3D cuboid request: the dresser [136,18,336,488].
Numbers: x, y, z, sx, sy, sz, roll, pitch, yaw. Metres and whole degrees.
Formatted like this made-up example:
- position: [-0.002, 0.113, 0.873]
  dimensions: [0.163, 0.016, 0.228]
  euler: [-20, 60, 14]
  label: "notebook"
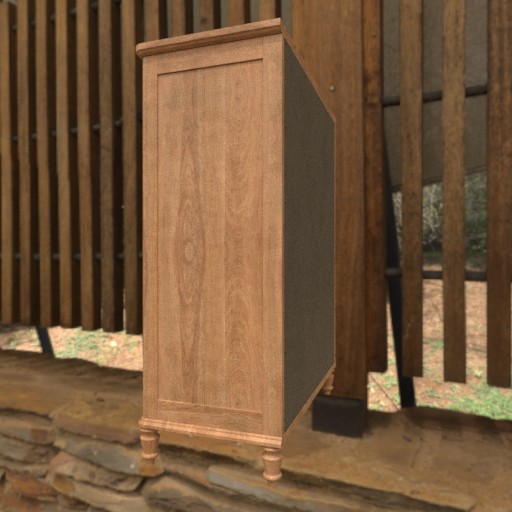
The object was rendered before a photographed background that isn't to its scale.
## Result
- position: [0.000, 0.000, 1.763]
  dimensions: [0.484, 1.318, 0.973]
  euler: [0, 0, 19]
  label: "dresser"
